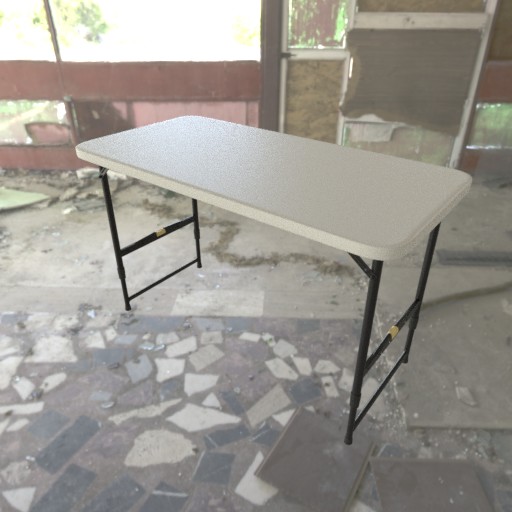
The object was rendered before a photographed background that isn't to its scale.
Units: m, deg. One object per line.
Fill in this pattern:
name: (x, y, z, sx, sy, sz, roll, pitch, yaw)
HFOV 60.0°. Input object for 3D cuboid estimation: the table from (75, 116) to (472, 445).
table: (0.000, 0.000, 1.626, 1.219, 0.737, 0.610, 22, 37, 32)
